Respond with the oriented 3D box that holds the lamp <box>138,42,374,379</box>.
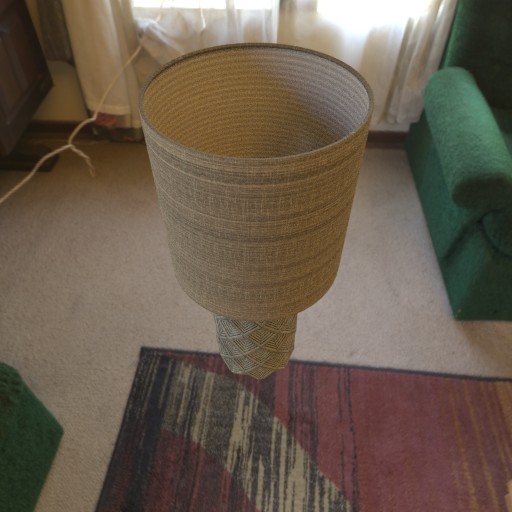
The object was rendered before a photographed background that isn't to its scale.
[{"bbox_3d":[0.000,0.000,0.720,0.269,0.566,0.268,-10,49,-9],"label":"lamp"}]
